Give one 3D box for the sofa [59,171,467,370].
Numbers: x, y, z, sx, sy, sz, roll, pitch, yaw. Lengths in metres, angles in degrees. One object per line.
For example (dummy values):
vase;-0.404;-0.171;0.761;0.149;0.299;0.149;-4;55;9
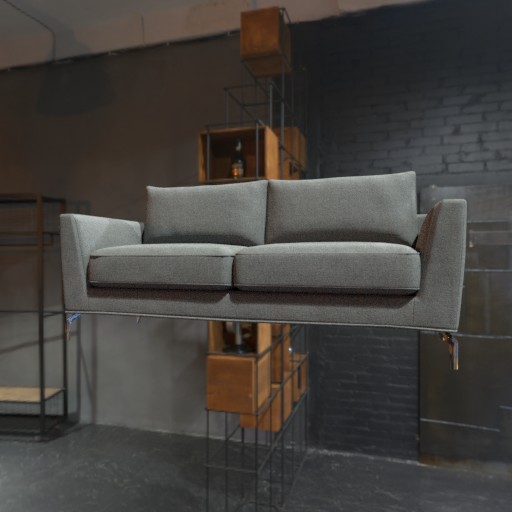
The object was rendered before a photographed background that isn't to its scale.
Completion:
sofa;0.000;0.000;2.658;2.212;1.002;0.869;0;0;19
